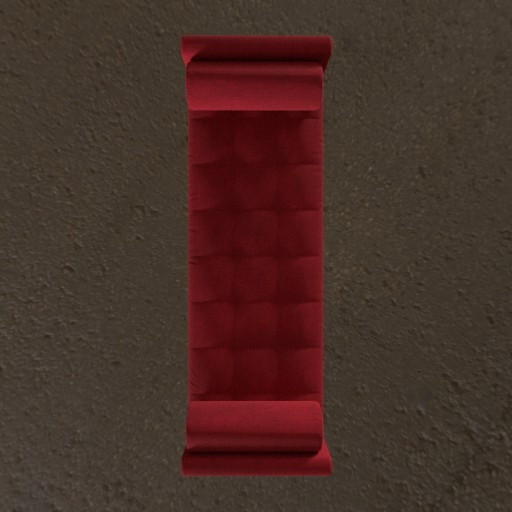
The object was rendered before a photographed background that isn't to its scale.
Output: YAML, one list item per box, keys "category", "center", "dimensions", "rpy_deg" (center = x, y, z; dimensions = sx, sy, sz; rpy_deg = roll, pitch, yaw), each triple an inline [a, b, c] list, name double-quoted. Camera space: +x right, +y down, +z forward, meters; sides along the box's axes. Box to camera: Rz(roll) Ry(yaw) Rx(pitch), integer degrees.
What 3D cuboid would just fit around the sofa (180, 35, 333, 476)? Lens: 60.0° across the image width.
- category: "sofa"
  center: [0.000, 0.000, 2.282]
  dimensions: [0.686, 0.635, 1.981]
  rpy_deg: [0, 90, 0]
